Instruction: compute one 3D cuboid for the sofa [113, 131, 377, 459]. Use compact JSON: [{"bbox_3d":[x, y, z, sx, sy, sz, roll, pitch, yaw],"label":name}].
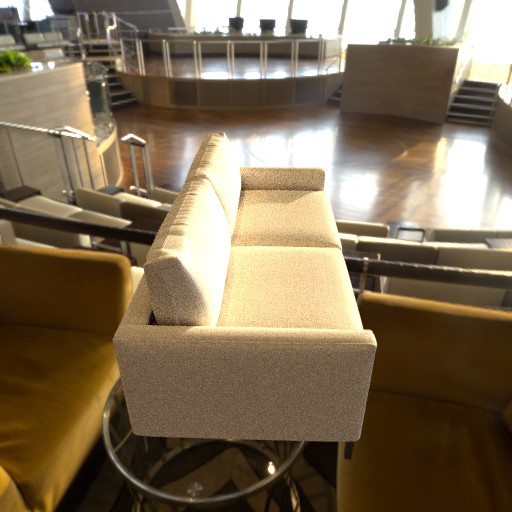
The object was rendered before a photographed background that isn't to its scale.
[{"bbox_3d":[0.000,0.000,2.124,0.839,0.812,1.651,1,30,2],"label":"sofa"}]
